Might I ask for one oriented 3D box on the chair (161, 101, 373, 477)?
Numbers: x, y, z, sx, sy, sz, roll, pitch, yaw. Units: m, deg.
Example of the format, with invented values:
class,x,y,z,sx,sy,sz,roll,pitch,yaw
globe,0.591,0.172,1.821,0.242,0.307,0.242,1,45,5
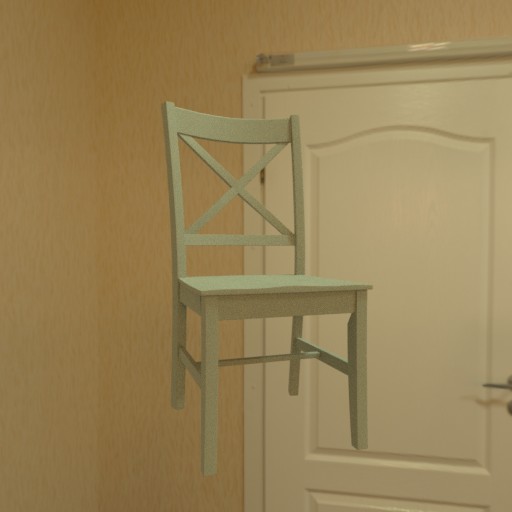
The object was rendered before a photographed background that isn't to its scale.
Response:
class,x,y,z,sx,sy,sz,roll,pitch,yaw
chair,0.000,0.000,1.305,0.485,0.983,0.542,-1,2,-19
